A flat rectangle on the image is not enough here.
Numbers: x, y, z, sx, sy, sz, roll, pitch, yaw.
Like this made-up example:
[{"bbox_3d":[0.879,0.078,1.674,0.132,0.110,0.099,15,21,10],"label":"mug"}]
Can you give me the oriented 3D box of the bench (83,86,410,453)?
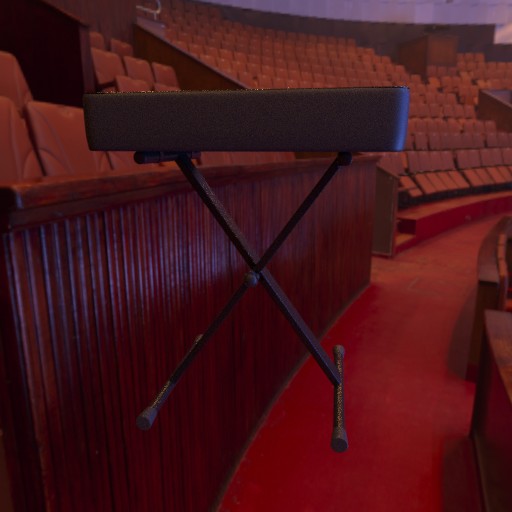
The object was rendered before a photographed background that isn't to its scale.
[{"bbox_3d":[0.000,0.000,0.757,0.424,0.500,0.321,2,14,10],"label":"bench"}]
